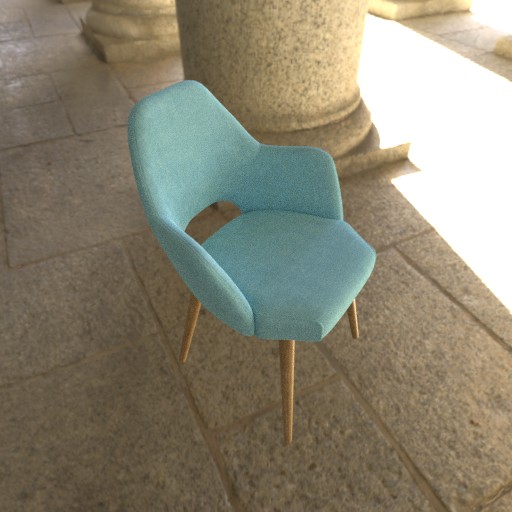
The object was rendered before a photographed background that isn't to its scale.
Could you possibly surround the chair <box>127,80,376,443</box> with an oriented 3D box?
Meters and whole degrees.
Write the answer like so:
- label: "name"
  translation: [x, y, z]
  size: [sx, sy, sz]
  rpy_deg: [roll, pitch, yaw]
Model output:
- label: "chair"
  translation: [0.000, 0.000, 1.277]
  size: [0.610, 0.840, 0.590]
  rpy_deg: [24, 47, 25]
